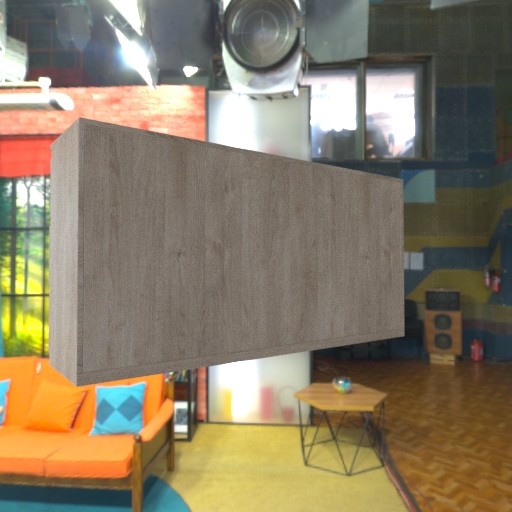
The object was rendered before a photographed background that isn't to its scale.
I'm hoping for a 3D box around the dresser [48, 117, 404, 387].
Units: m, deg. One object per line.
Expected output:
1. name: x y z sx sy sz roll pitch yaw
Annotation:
1. dresser: 0.000 0.000 1.928 1.590 0.795 0.390 1 -2 -37
